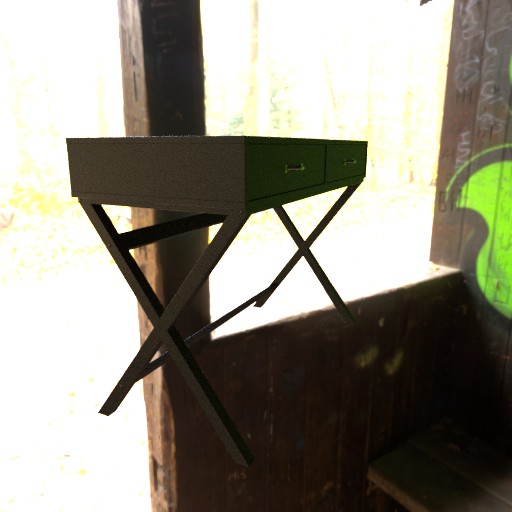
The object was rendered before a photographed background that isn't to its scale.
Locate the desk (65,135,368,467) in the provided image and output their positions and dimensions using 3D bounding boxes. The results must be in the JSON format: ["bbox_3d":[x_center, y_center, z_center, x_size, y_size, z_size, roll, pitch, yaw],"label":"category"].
[{"bbox_3d":[0.000,0.000,1.534,0.525,0.780,1.057,7,16,26],"label":"desk"}]
